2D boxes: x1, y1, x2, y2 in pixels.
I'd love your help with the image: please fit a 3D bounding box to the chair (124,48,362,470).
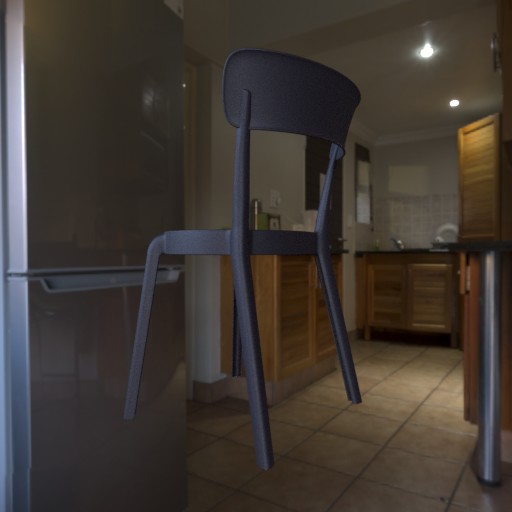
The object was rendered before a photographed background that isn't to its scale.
[{"bbox_3d":[0.000,0.000,1.112,0.491,0.790,0.506,1,1,36],"label":"chair"}]
